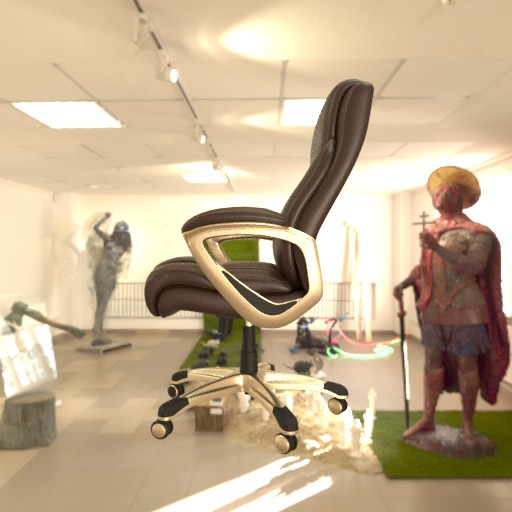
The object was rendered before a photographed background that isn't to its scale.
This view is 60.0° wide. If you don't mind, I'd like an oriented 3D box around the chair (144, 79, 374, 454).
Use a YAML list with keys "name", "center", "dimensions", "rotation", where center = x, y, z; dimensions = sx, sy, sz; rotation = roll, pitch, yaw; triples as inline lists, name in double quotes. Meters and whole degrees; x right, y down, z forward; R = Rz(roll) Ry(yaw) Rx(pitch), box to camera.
- name: "chair"
  center: [0.000, 0.000, 1.653]
  dimensions: [0.749, 1.194, 0.692]
  rotation: [0, 1, 1]
